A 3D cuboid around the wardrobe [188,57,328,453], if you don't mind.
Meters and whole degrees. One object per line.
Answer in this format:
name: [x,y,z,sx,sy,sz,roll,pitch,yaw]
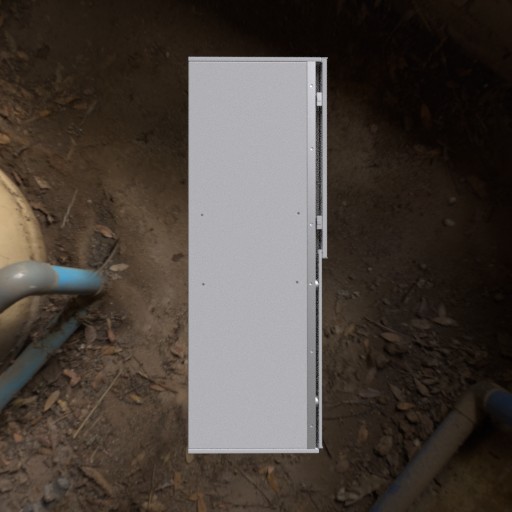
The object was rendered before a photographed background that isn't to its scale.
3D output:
wardrobe: [0.000,0.000,2.966,0.629,1.960,1.780,0,90,0]
